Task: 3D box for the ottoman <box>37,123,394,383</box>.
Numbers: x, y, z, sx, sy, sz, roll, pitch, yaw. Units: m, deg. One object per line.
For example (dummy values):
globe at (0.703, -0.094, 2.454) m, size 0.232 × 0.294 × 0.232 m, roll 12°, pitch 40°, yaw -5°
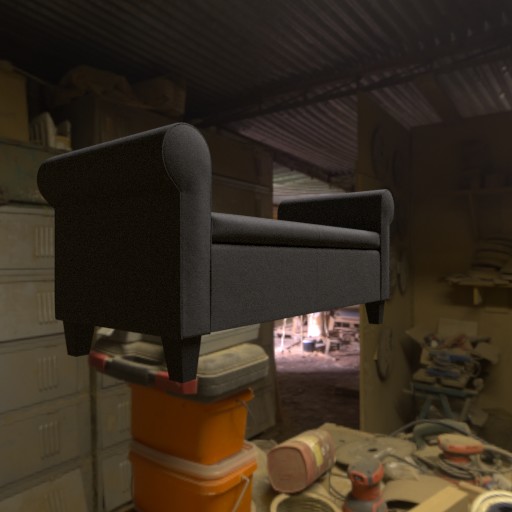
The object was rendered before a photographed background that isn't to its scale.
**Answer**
ottoman at (0.000, 0.000, 1.516) m, size 0.521 × 0.547 × 1.256 m, roll 0°, pitch -1°, yaw 38°
